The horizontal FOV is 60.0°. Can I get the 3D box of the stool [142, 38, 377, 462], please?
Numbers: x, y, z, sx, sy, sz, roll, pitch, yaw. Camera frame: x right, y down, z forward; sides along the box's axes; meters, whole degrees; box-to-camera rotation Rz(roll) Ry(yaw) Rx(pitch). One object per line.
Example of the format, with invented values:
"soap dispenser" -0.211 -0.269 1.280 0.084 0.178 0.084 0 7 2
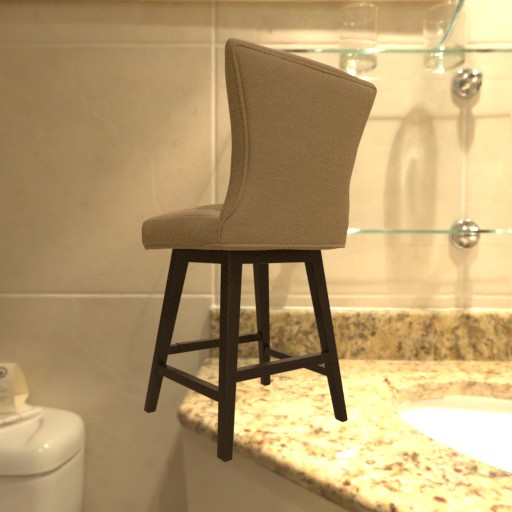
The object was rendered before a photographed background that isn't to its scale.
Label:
"stool" 0.000 0.000 1.338 0.514 1.000 0.574 -1 1 -36
